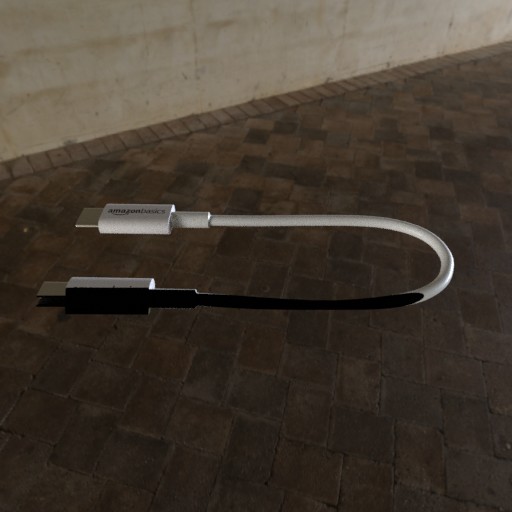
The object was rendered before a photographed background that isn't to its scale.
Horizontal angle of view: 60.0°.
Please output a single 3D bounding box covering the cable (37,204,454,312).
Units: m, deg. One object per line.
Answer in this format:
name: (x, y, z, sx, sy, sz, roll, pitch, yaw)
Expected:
cable: (0.000, 0.000, 0.112, 0.098, 0.005, 0.041, 1, 41, 1)
